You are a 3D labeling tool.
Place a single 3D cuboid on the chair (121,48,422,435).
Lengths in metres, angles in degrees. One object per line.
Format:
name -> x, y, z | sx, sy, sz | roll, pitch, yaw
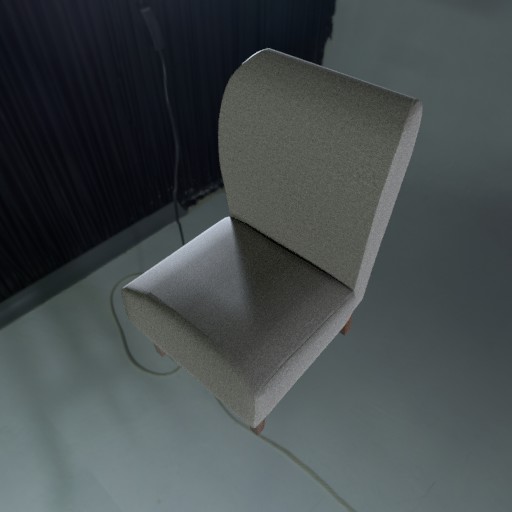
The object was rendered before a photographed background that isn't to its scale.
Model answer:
chair -> 0.000, 0.000, 1.177 | 0.513, 0.804, 0.592 | 31, 54, 26
